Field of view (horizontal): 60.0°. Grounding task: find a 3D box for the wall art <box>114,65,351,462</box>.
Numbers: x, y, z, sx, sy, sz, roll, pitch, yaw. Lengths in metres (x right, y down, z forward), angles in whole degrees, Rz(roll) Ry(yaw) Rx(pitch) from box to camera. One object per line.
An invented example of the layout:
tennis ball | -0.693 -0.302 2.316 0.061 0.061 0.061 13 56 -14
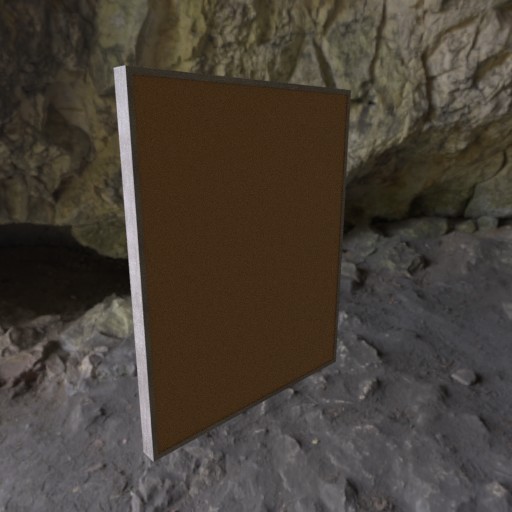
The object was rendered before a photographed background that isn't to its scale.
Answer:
wall art | 0.000 0.000 0.707 0.421 0.521 0.032 -14 21 -41
